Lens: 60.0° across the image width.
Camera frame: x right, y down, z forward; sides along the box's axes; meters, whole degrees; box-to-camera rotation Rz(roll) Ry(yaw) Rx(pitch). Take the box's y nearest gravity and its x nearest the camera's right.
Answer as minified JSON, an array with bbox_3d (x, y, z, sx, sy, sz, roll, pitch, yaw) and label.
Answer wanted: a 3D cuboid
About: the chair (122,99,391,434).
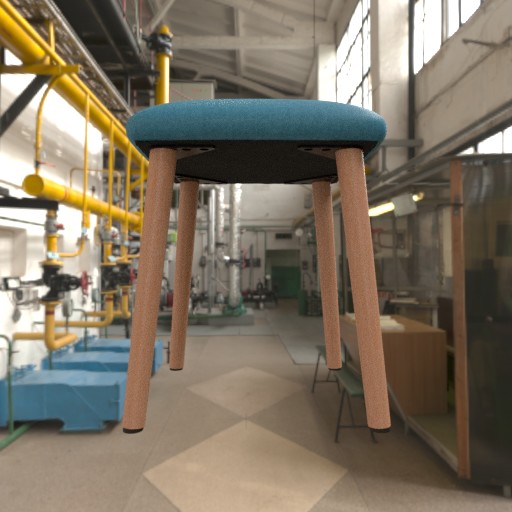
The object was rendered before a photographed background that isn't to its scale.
[{"bbox_3d":[0.000,0.000,0.731,0.360,0.450,0.360,0,-1,0],"label":"chair"}]
